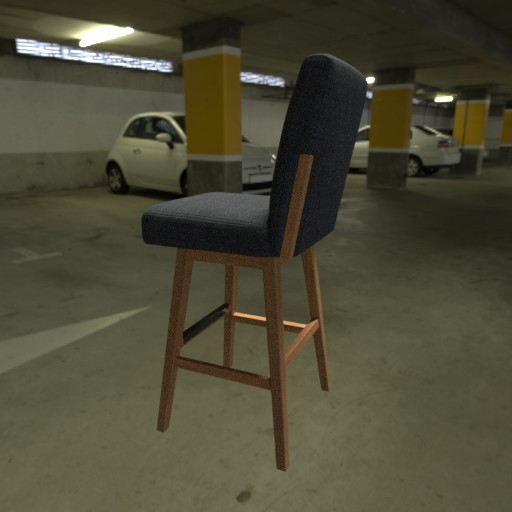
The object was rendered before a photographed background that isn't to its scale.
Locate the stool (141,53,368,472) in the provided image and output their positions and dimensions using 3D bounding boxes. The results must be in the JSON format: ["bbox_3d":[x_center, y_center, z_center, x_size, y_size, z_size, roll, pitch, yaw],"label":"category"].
[{"bbox_3d":[0.000,0.000,1.410,0.570,1.112,0.483,7,16,24],"label":"stool"}]
